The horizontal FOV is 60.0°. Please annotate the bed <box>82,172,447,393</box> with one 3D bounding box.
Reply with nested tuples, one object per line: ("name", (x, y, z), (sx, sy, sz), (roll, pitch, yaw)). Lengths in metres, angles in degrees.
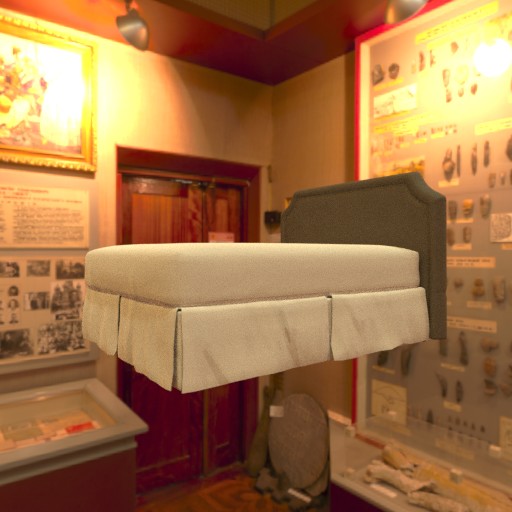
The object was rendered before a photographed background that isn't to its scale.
("bed", (0.000, 0.000, 3.351), (2.181, 1.297, 1.831), (-1, 1, -36))
